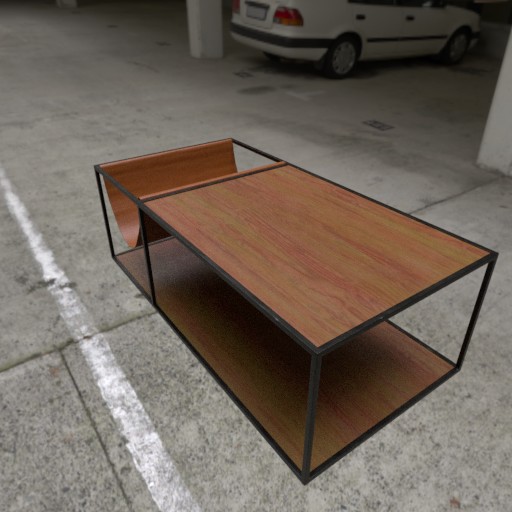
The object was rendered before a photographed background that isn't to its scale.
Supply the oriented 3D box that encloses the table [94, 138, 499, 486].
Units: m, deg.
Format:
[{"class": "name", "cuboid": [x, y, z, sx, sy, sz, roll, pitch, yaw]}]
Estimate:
[{"class": "table", "cuboid": [0.000, 0.000, 1.449, 0.597, 0.403, 1.199, -20, 37, -30]}]
